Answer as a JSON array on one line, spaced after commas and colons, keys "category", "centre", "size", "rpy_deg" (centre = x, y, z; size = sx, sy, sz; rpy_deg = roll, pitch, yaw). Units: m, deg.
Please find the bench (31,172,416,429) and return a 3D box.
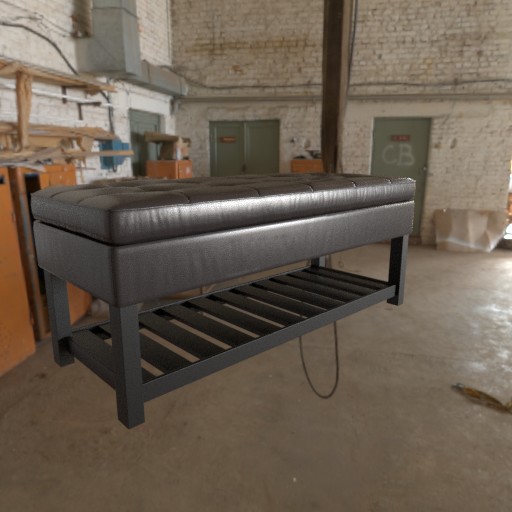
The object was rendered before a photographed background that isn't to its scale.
[{"category": "bench", "centre": [0.000, 0.000, 1.323], "size": [1.105, 0.460, 0.432], "rpy_deg": [-12, 18, -42]}]
